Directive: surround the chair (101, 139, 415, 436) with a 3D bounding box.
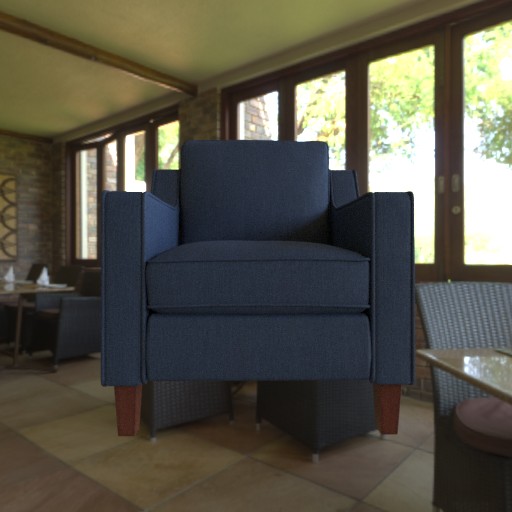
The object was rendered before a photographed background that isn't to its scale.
[{"bbox_3d":[0.000,0.000,1.594,0.831,0.960,0.909,0,0,-1],"label":"chair"}]
